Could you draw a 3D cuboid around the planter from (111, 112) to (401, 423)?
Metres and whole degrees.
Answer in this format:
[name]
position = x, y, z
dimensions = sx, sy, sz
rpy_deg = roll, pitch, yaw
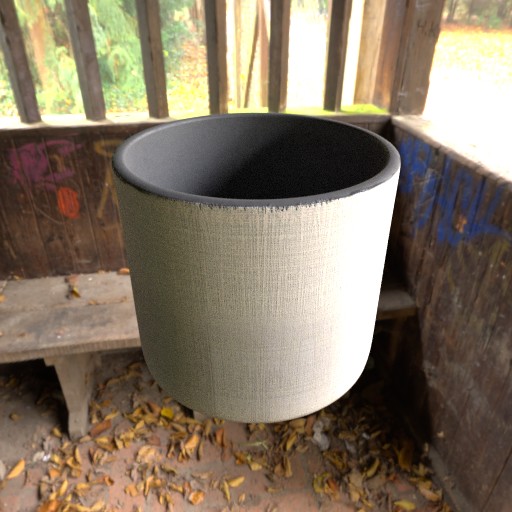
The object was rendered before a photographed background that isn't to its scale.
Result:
[planter]
position = 0.000, 0.000, 0.395
dimensions = 0.221, 0.201, 0.221
rpy_deg = 0, 32, 0
